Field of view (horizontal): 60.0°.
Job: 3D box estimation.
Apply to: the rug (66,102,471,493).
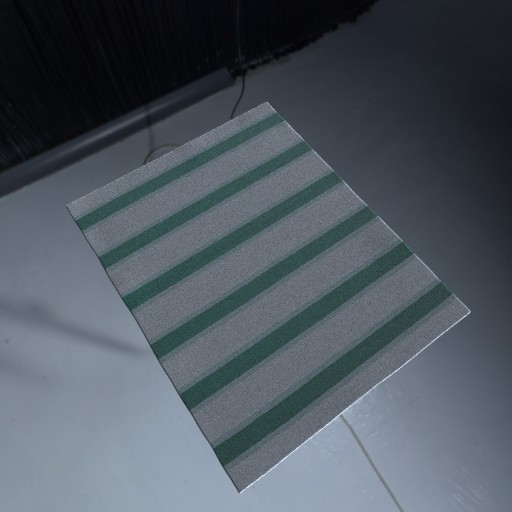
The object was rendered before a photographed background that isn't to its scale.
[{"bbox_3d":[0.000,0.000,4.094,2.434,0.019,3.041,-32,67,-15],"label":"rug"}]
